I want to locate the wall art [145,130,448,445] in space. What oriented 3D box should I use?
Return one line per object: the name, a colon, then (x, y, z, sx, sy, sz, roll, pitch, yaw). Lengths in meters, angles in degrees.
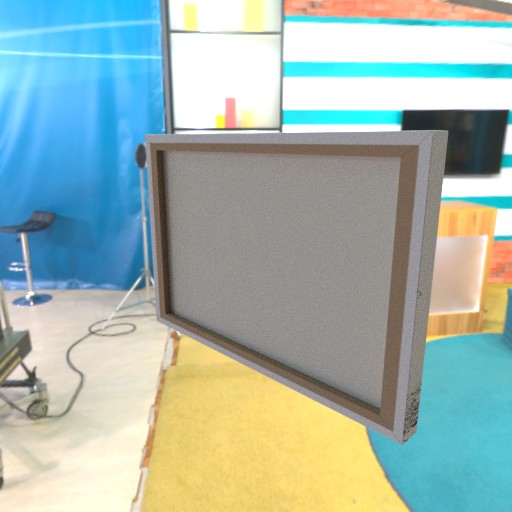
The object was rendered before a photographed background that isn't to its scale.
wall art: (0.000, 0.000, 0.775, 0.042, 0.414, 0.608, -14, 20, -43)
